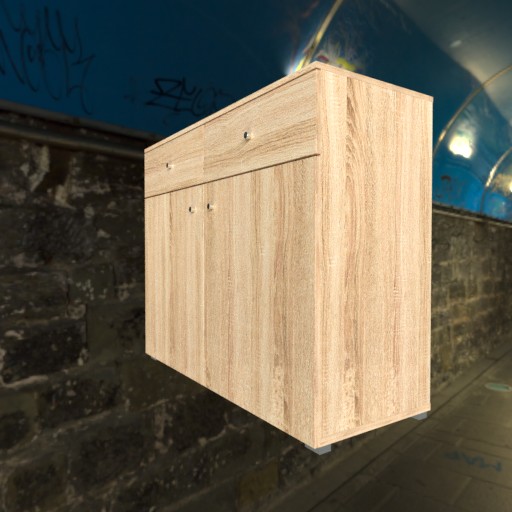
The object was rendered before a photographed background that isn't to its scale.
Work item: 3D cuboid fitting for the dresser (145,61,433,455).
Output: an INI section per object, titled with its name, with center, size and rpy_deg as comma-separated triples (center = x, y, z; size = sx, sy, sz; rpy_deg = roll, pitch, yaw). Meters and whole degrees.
[dresser]
center = 0.000, 0.000, 1.574
size = 0.450, 0.900, 1.100
rpy_deg = -1, 2, -34
